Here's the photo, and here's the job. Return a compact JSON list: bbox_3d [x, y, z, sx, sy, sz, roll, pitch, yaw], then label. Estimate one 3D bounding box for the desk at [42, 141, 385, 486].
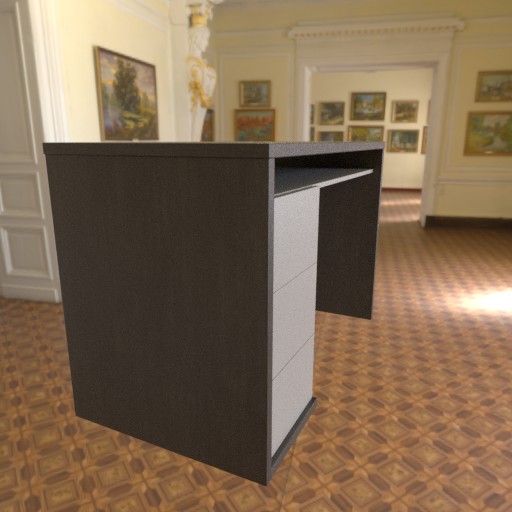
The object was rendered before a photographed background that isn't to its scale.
[{"bbox_3d":[0.000,0.000,1.504,0.600,0.750,1.100,7,16,25],"label":"desk"}]
